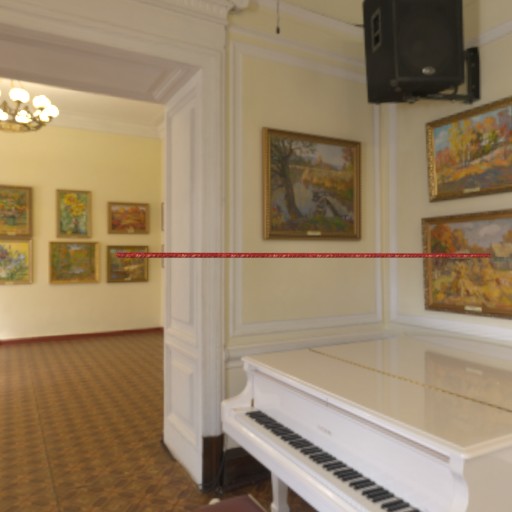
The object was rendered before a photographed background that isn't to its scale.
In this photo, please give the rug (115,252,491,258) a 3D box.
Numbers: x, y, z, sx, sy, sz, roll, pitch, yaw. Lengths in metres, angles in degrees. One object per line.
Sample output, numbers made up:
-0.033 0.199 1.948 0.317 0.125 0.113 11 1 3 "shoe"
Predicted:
0.000 0.000 3.918 2.340 0.028 2.905 0 0 -16 "rug"
